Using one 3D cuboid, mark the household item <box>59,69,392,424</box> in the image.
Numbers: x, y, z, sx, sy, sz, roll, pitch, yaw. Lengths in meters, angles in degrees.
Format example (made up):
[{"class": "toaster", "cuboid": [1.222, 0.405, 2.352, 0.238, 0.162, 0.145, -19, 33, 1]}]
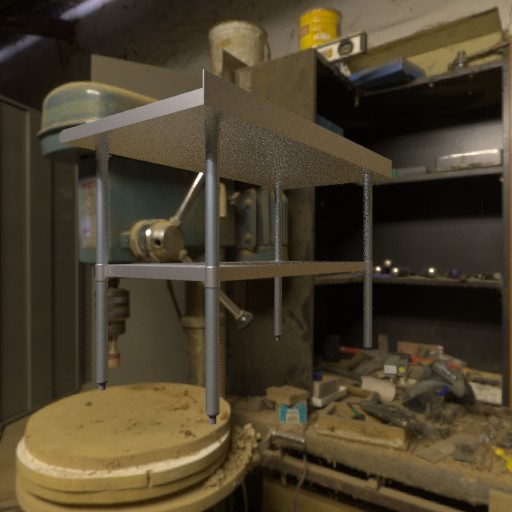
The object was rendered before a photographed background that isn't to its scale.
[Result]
[{"class": "household item", "cuboid": [0.000, 0.000, 1.677, 0.610, 0.851, 1.219, 0, 0, 37]}]
